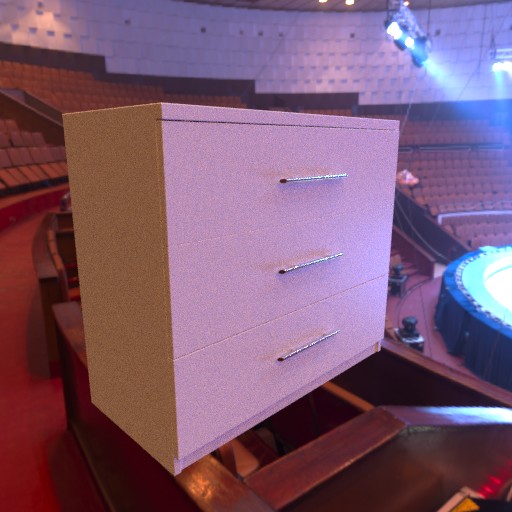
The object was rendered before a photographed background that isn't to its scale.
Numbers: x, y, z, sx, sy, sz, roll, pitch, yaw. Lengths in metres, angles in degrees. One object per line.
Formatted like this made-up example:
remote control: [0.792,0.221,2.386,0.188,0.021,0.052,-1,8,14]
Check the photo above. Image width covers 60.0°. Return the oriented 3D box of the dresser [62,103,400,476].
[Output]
dresser: [0.000,0.000,1.240,0.830,0.740,0.420,-14,20,-43]
